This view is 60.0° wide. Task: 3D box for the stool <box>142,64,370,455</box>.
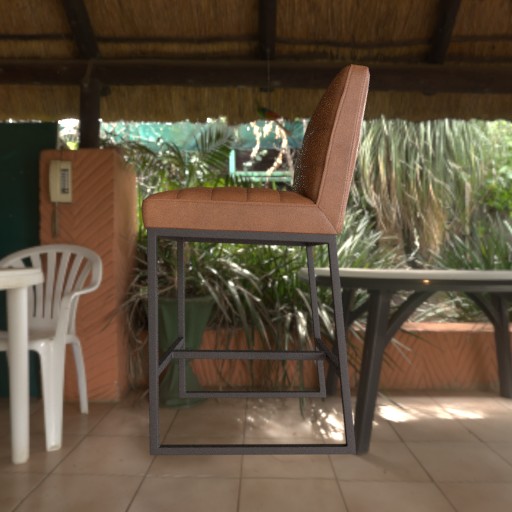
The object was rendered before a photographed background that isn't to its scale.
[{"bbox_3d":[0.000,0.000,1.265,0.556,0.940,0.458,0,0,-1],"label":"stool"}]
